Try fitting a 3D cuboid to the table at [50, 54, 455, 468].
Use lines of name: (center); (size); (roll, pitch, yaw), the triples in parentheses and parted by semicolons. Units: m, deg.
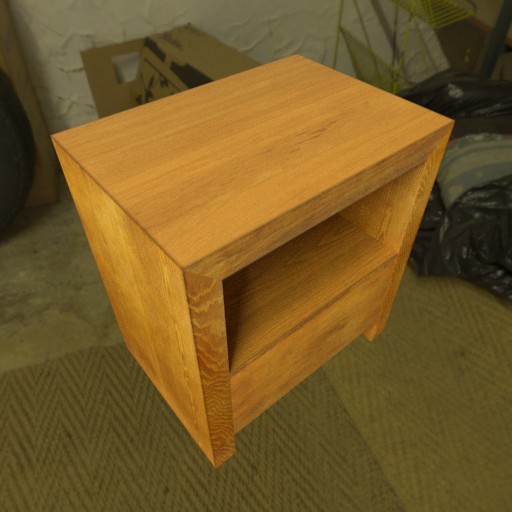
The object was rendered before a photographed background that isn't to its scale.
table: (0.000, 0.000, 0.951); (0.550, 0.605, 0.400); (-30, 52, -27)
